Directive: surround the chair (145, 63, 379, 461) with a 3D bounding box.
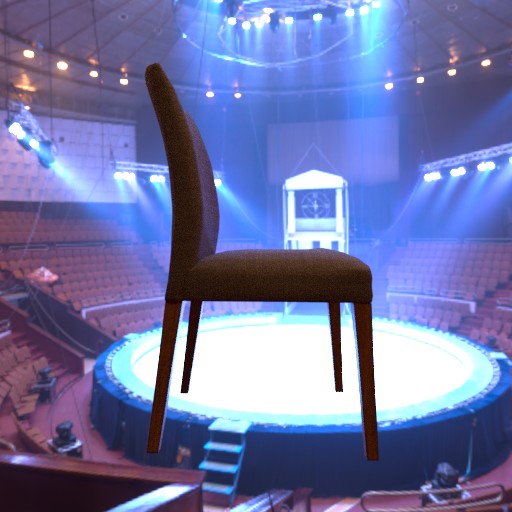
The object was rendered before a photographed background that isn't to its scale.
[{"bbox_3d":[0.000,0.000,1.274,0.585,0.940,0.496,0,2,1],"label":"chair"}]
